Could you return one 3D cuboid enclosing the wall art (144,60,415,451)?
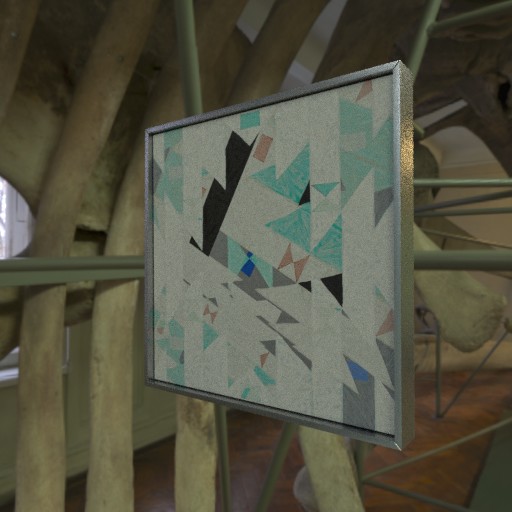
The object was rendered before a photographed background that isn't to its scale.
[{"bbox_3d":[0.000,0.000,0.515,0.350,0.350,0.038,-1,-1,36],"label":"wall art"}]
